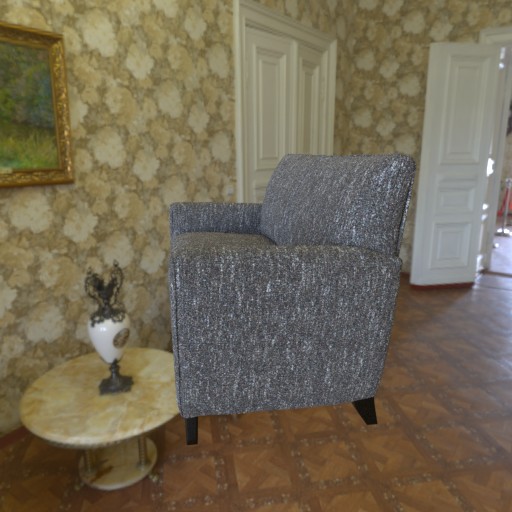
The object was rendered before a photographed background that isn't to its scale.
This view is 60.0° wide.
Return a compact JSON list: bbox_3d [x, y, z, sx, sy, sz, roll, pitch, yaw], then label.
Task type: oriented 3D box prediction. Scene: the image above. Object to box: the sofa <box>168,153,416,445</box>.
[{"bbox_3d":[0.000,0.000,2.089,0.801,0.946,1.519,-2,13,-11],"label":"sofa"}]
